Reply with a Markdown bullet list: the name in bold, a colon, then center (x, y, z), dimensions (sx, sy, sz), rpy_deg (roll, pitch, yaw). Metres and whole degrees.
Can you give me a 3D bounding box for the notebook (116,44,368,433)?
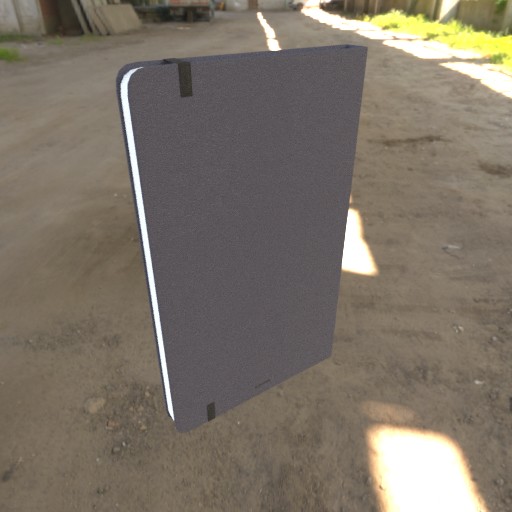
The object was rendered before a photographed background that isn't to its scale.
- **notebook**: center (0.000, 0.000, 0.254), dimensions (0.127, 0.213, 0.016), rpy_deg (-19, 36, -28)
